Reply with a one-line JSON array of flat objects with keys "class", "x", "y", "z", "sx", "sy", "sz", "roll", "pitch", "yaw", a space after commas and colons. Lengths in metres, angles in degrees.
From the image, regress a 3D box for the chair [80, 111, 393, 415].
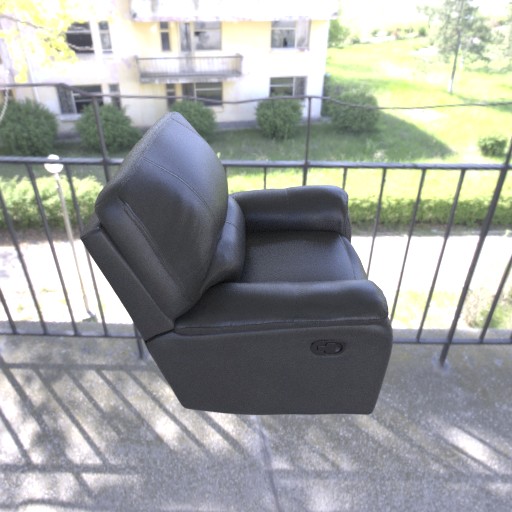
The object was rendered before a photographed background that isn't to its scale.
[{"class": "chair", "x": 0.000, "y": 0.000, "z": 1.994, "sx": 1.087, "sy": 1.109, "sz": 1.096, "roll": 0, "pitch": 32, "yaw": 1}]
